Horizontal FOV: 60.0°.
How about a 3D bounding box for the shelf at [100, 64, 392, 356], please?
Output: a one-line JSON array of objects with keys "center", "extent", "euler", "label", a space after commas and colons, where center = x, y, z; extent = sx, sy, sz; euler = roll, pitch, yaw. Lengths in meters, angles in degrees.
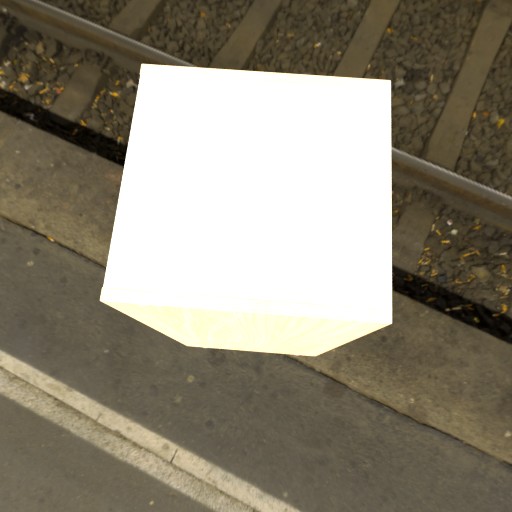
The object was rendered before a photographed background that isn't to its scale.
[{"center": [0.000, 0.000, 0.773], "extent": [0.297, 0.594, 0.290], "euler": [4, 74, 1], "label": "shelf"}]
